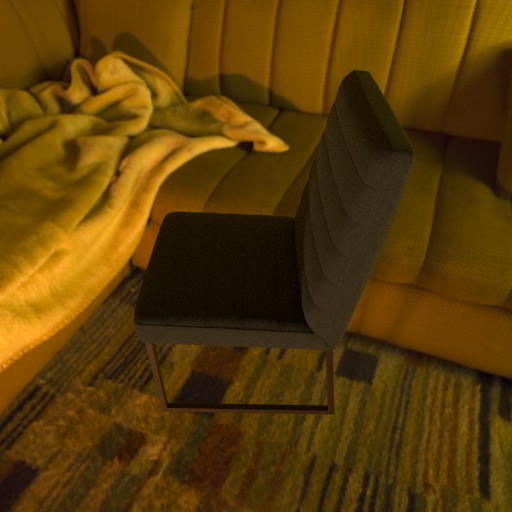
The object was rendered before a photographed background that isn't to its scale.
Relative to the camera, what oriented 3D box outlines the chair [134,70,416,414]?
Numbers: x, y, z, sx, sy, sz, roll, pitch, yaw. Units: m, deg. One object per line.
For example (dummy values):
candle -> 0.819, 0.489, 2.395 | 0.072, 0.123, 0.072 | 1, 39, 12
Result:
chair -> 0.000, 0.000, 1.309 | 0.634, 0.930, 0.520 | 1, 39, 1
